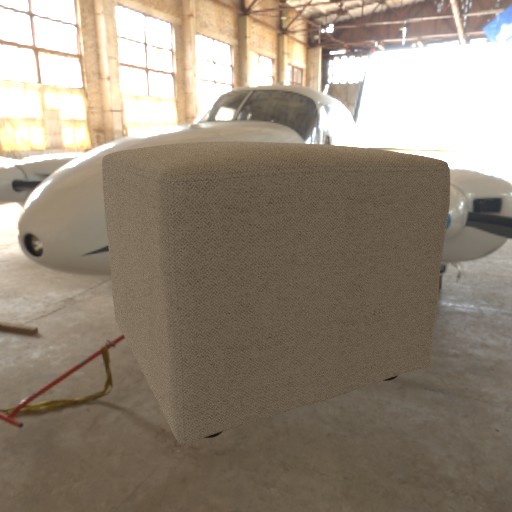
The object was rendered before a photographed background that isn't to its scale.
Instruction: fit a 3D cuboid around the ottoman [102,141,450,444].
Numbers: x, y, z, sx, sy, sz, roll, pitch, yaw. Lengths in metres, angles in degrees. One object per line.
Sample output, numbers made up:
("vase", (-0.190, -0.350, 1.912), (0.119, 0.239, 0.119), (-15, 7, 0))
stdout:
("ottoman", (0.000, 0.000, 0.909), (0.512, 0.453, 0.521), (-8, 17, -26))
